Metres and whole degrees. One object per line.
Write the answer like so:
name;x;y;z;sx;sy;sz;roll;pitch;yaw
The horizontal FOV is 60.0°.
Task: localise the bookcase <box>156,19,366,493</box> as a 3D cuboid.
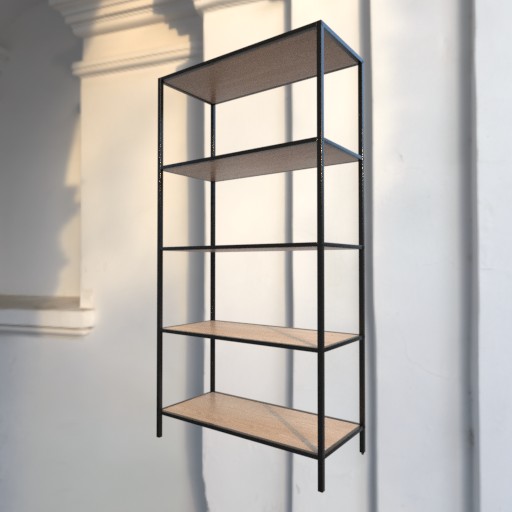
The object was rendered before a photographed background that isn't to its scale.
bookcase;0.000;0.000;1.770;0.770;1.500;0.350;-1;-1;36
